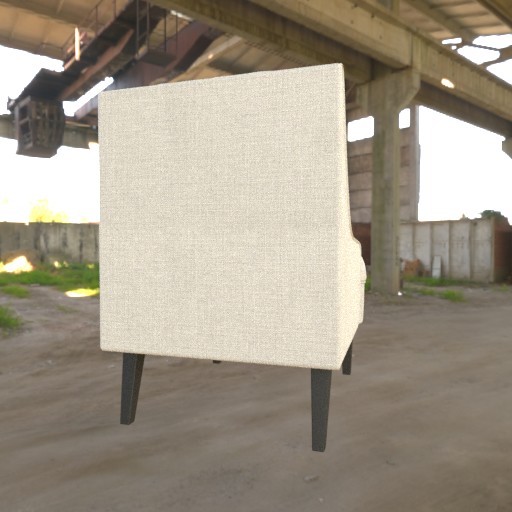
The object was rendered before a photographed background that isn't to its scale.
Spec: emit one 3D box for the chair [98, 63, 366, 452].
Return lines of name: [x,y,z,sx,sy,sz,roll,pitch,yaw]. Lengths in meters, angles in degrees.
chair: [0.000,0.000,1.431,0.658,0.891,0.772,0,2,17]
